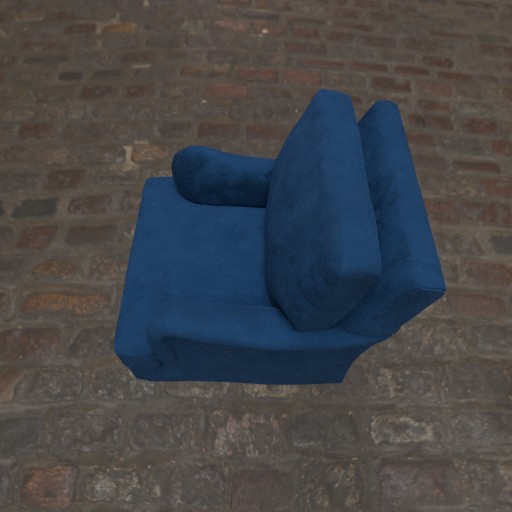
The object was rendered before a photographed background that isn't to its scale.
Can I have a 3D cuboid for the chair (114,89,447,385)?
[{"bbox_3d":[0.000,0.000,1.831,1.078,1.076,0.895,0,56,0],"label":"chair"}]
